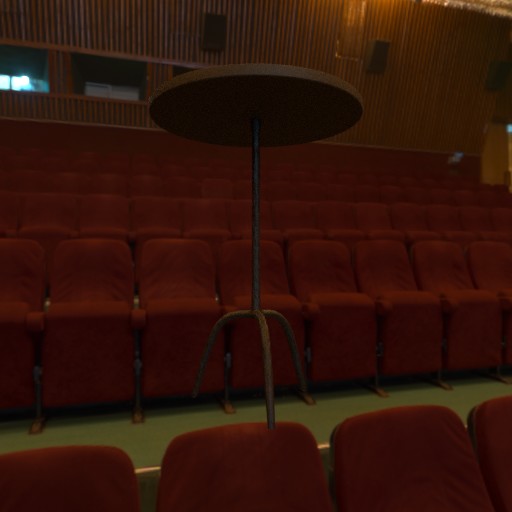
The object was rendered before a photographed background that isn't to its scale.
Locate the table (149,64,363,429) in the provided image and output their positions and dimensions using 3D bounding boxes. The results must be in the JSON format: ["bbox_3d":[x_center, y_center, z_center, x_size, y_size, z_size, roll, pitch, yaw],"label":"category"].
[{"bbox_3d":[0.000,0.000,1.062,0.502,0.700,0.502,0,-1,-17],"label":"table"}]
